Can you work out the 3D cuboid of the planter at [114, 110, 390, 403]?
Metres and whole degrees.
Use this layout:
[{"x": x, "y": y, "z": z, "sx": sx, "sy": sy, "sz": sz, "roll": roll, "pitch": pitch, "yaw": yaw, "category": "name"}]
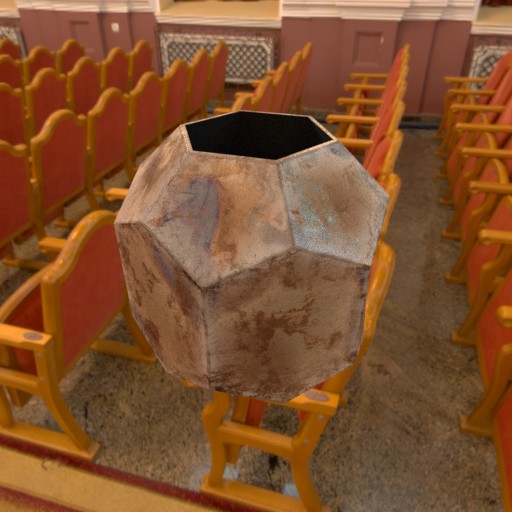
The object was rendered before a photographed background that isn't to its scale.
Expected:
[{"x": 0.000, "y": 0.000, "z": 0.420, "sx": 0.221, "sy": 0.238, "sz": 0.243, "roll": 10, "pitch": 35, "yaw": 14, "category": "planter"}]
